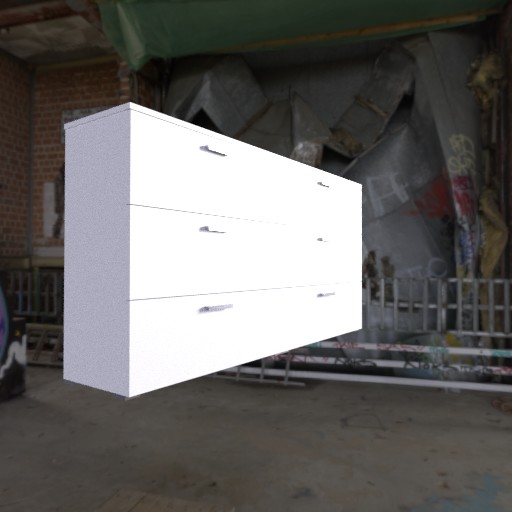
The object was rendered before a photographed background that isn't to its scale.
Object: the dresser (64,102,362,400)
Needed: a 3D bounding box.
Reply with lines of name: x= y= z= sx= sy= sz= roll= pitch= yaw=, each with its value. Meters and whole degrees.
dresser: x=0.000 y=0.000 z=1.873 sx=0.333 sy=0.790 sz=1.535 roll=-1 pitch=-1 yaw=36
